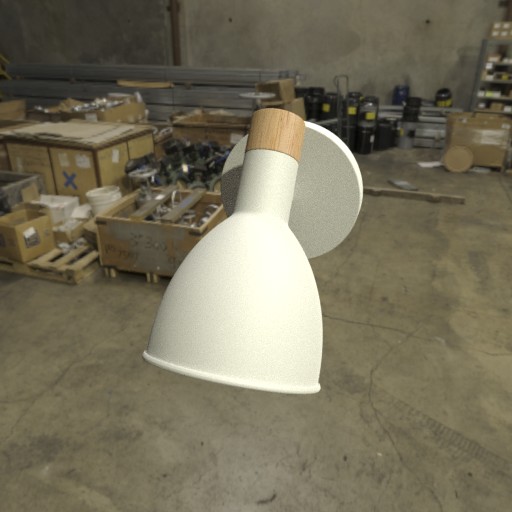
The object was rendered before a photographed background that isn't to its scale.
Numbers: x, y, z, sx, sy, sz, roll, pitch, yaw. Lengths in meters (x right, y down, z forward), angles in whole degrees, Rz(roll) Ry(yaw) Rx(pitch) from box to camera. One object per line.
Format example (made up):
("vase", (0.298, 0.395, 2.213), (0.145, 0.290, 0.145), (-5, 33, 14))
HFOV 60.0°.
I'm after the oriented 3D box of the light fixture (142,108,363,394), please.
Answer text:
("light fixture", (0.000, 0.000, 0.326), (0.127, 0.199, 0.209), (8, 27, 17))
